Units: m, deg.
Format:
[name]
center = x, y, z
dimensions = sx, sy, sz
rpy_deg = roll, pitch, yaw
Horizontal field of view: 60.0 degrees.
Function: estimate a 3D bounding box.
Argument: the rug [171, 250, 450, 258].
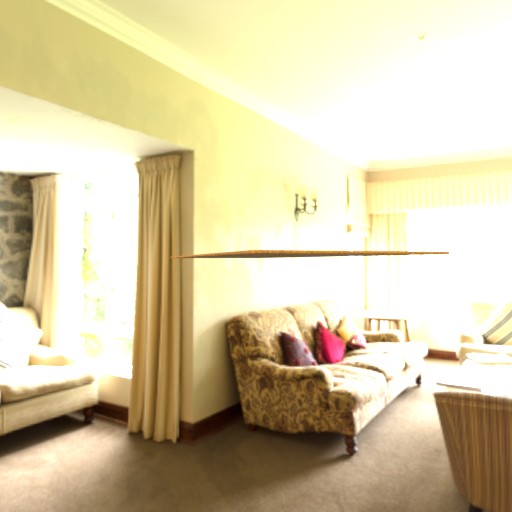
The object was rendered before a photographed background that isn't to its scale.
[rug]
center = 0.000, 0.000, 2.715
dimensions = 0.775, 0.012, 2.452
rpy_deg = 0, -1, -17
